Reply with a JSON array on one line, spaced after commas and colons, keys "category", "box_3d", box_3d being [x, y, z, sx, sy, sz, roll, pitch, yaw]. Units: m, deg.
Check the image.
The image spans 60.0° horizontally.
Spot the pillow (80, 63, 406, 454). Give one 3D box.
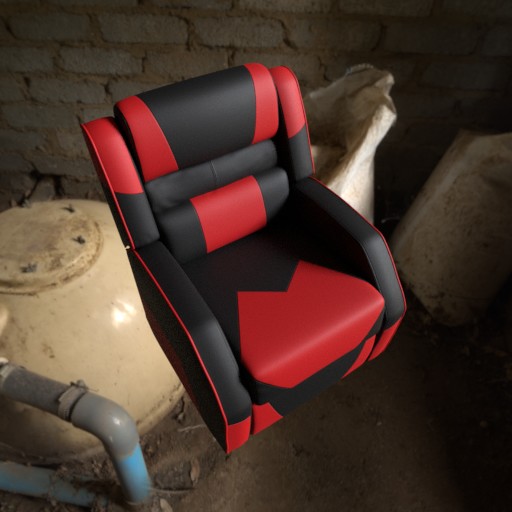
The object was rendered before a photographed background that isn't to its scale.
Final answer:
[{"category": "pillow", "box_3d": [0.000, 0.000, 1.271, 0.620, 0.805, 0.672, -26, 52, -22]}]
